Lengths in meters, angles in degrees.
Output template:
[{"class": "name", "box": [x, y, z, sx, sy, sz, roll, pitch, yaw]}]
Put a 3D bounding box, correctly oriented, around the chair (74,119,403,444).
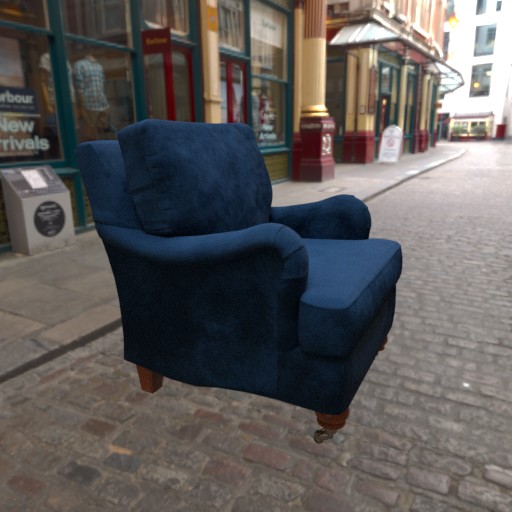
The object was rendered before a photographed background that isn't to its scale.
[{"class": "chair", "box": [0.000, 0.000, 1.840, 1.078, 1.076, 0.895, 8, 17, 26]}]
